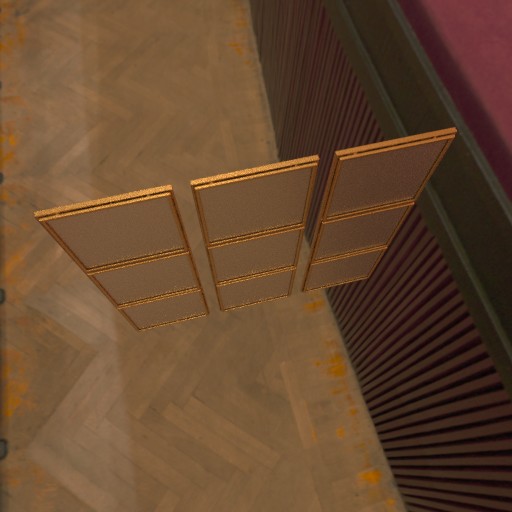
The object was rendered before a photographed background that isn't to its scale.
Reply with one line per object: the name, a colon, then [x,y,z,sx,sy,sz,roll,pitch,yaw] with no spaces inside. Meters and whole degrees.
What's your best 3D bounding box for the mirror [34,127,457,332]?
mirror: [0.000,0.000,1.452,1.011,0.926,0.023,-13,65,-6]
